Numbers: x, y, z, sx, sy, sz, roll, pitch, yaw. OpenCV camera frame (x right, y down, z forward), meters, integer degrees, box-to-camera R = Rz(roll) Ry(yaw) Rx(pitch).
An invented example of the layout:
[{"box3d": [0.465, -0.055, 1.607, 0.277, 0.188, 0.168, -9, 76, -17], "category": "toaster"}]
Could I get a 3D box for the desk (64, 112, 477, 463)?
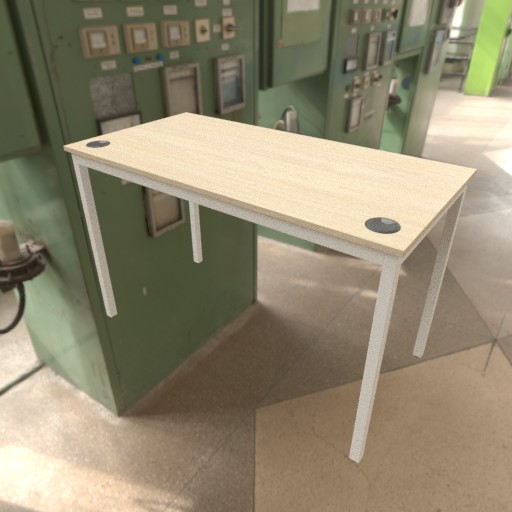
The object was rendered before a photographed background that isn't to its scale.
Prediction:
[{"box3d": [0.000, 0.000, 1.614, 1.200, 0.750, 0.600, 21, 37, 31], "category": "desk"}]
